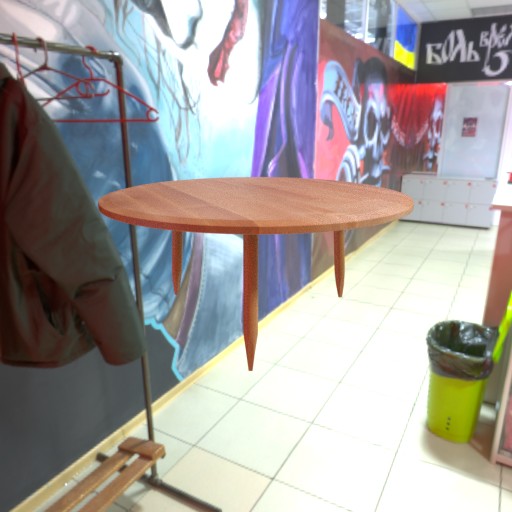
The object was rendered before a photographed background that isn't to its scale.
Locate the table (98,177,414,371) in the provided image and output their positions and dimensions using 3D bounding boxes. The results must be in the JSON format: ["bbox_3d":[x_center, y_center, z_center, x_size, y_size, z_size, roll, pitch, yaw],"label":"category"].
[{"bbox_3d":[0.000,0.000,1.387,0.900,0.400,0.900,0,16,0],"label":"table"}]
